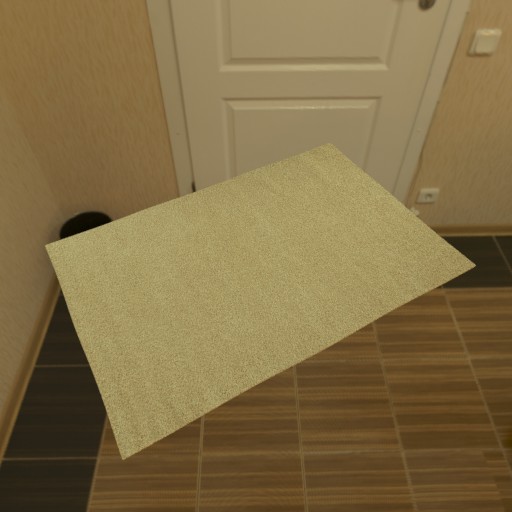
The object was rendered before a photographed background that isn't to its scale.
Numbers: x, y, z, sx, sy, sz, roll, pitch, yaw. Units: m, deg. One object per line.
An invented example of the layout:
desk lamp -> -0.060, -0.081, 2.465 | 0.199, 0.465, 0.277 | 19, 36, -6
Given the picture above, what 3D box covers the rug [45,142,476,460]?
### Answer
rug -> 0.000, 0.000, 3.336 | 2.699, 0.025, 1.800 | -24, 53, -19
